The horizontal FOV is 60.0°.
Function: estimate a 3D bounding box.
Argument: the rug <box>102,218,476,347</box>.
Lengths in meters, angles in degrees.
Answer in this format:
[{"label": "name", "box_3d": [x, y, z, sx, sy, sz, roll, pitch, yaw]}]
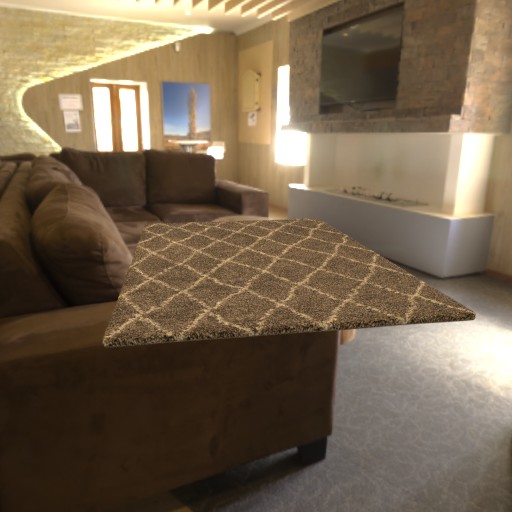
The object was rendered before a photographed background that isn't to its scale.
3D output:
[{"label": "rug", "box_3d": [0.000, 0.000, 2.241, 1.219, 0.030, 1.778, -3, 16, -9]}]
